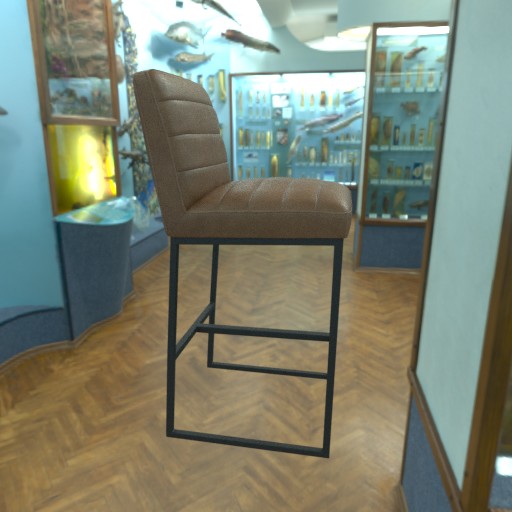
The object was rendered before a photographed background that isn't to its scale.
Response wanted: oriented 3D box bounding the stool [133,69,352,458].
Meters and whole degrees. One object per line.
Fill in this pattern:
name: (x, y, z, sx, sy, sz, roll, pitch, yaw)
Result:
stool: (0.000, 0.000, 1.364, 0.556, 1.040, 0.458, 3, 16, 11)
